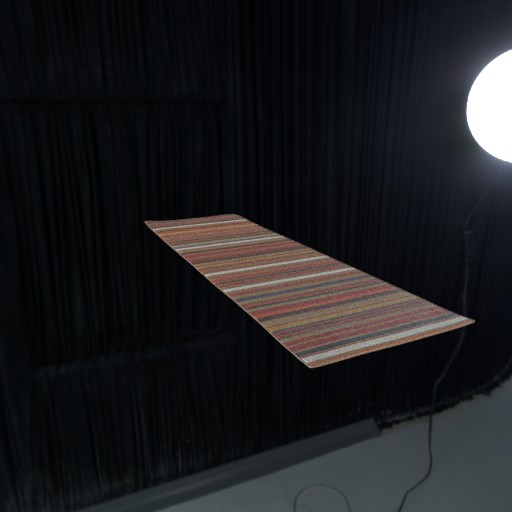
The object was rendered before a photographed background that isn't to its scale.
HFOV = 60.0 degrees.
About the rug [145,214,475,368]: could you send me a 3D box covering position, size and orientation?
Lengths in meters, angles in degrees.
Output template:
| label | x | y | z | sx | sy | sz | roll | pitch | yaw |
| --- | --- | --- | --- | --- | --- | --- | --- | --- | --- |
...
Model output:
| label | x | y | z | sx | sy | sz | roll | pitch | yaw |
| --- | --- | --- | --- | --- | --- | --- | --- | --- | --- |
| rug | 0.000 | 0.000 | 2.683 | 0.799 | 0.030 | 2.444 | -8 | 19 | -25 |
